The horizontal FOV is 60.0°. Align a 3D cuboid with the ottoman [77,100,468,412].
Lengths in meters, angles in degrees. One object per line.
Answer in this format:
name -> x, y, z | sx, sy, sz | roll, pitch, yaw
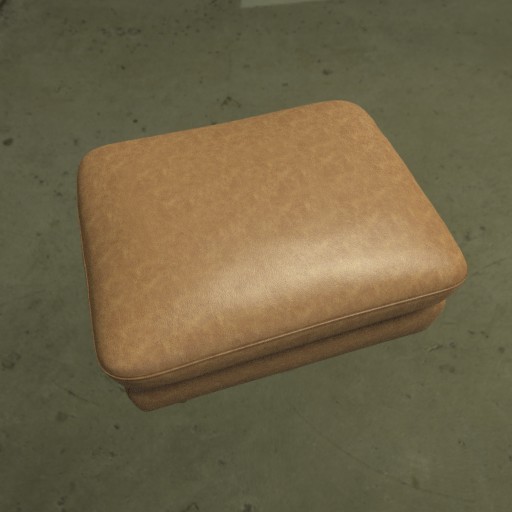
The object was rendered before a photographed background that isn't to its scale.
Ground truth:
ottoman -> 0.000, 0.000, 1.102 | 0.747, 0.478, 0.593 | -15, 58, -9
